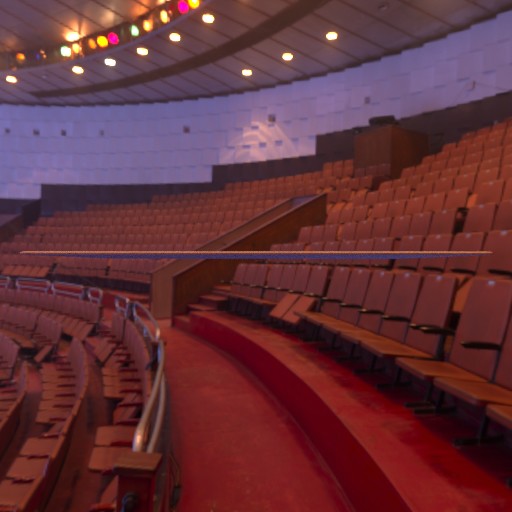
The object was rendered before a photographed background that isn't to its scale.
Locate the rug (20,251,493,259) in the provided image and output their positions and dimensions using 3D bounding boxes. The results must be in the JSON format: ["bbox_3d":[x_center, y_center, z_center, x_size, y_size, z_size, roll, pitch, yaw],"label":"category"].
[{"bbox_3d":[0.000,0.000,2.094,1.678,0.013,1.078,0,-1,-1],"label":"rug"}]
